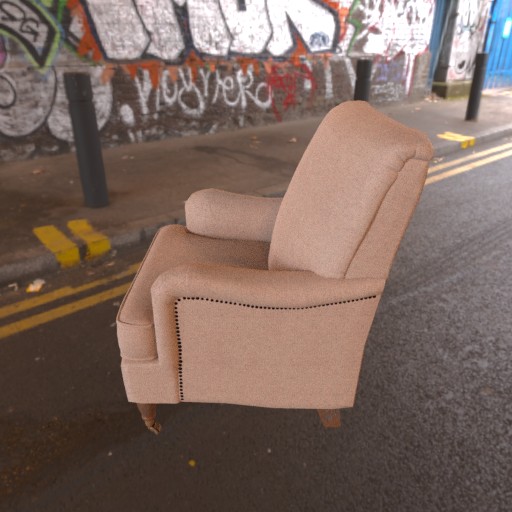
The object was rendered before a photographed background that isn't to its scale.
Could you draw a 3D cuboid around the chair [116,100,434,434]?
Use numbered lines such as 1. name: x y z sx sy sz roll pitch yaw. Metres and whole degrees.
1. chair: 0.000 0.000 1.763 0.953 1.119 0.879 0 26 0
